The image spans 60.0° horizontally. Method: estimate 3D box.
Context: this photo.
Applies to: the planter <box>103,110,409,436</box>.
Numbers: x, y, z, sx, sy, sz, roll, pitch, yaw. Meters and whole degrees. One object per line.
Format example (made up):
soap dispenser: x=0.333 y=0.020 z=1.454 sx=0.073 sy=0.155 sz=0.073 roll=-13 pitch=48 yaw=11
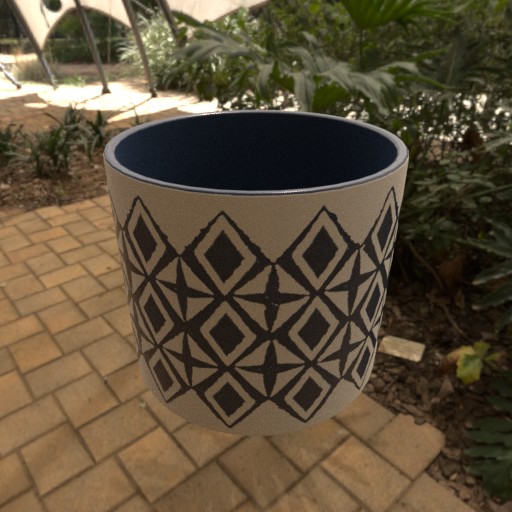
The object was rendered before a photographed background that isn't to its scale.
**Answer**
planter: x=0.000 y=0.000 z=0.386 sx=0.224 sy=0.203 sz=0.224 roll=0 pitch=29 yaw=0
